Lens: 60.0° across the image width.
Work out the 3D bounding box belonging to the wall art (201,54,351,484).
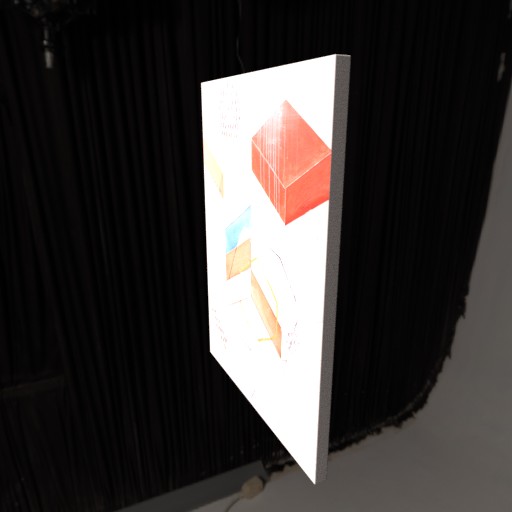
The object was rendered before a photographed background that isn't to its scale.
[{"bbox_3d":[0.000,0.000,1.591,0.046,1.221,0.914,-8,19,-25],"label":"wall art"}]
